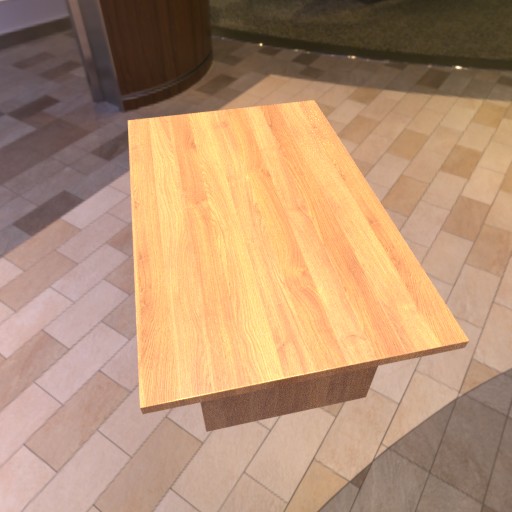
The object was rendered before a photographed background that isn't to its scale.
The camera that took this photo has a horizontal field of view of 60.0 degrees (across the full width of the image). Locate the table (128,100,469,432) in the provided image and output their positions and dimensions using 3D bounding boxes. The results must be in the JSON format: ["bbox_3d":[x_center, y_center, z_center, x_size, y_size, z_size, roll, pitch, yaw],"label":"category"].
[{"bbox_3d":[0.000,0.000,1.433,0.700,0.442,1.100,-9,47,-9],"label":"table"}]
